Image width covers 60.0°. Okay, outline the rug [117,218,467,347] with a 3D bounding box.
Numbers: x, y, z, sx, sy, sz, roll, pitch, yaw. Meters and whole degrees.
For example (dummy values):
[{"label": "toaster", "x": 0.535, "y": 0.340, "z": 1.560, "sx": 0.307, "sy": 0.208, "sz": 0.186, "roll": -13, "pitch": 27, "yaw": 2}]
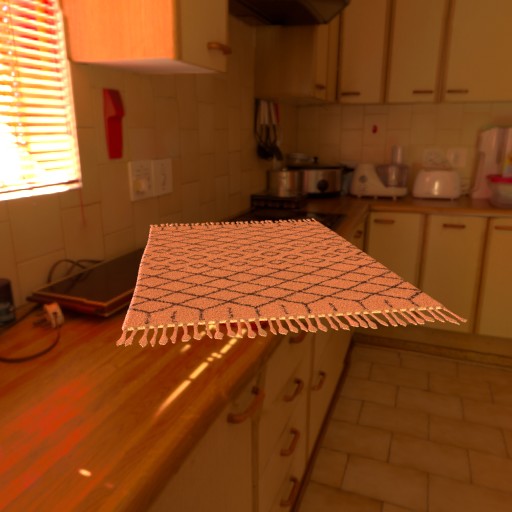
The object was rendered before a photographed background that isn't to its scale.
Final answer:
[{"label": "rug", "x": 0.000, "y": 0.000, "z": 3.246, "sx": 1.664, "sy": 0.029, "sz": 2.615, "roll": -3, "pitch": 16, "yaw": -9}]
